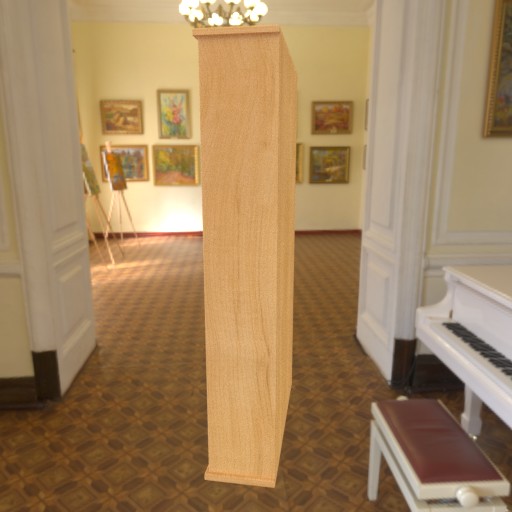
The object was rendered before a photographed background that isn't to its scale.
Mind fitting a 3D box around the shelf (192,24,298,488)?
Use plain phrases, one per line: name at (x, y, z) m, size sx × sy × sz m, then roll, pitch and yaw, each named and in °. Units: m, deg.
shelf at (0.000, 0.000, 1.222) m, size 0.175 × 1.030 × 0.520 m, roll 2°, pitch 13°, yaw 9°
